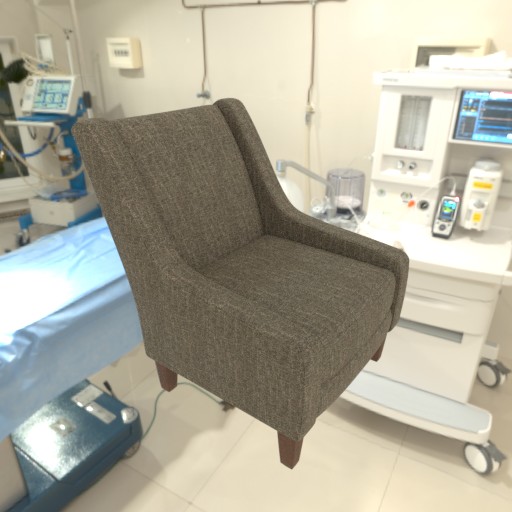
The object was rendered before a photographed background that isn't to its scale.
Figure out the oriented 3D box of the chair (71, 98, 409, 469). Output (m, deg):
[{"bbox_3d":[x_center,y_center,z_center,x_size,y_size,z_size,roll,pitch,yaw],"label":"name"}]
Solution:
[{"bbox_3d":[0.000,0.000,1.678,0.944,1.012,0.793,19,32,33],"label":"chair"}]
